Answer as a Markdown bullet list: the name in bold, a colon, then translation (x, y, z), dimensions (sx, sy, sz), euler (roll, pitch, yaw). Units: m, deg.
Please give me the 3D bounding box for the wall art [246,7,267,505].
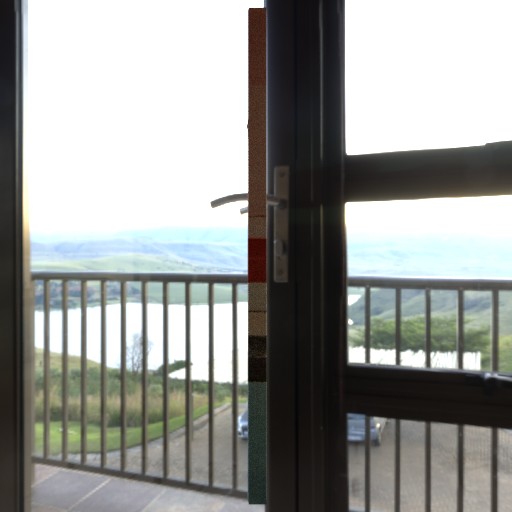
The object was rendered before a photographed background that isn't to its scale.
- **wall art**: translation (0.000, 0.000, 1.120), dimensions (0.038, 0.914, 0.610), euler (0, 0, 0)
